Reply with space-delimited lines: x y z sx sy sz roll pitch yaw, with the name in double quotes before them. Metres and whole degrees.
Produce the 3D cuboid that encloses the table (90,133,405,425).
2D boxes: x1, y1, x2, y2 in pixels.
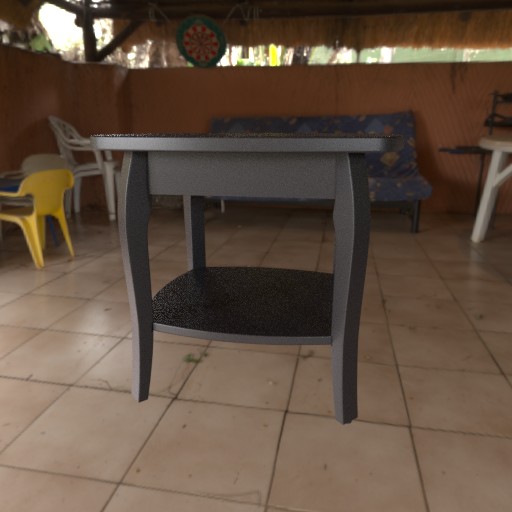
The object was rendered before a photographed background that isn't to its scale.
"table" 0.000 0.000 0.864 0.508 0.457 0.457 3 16 10
